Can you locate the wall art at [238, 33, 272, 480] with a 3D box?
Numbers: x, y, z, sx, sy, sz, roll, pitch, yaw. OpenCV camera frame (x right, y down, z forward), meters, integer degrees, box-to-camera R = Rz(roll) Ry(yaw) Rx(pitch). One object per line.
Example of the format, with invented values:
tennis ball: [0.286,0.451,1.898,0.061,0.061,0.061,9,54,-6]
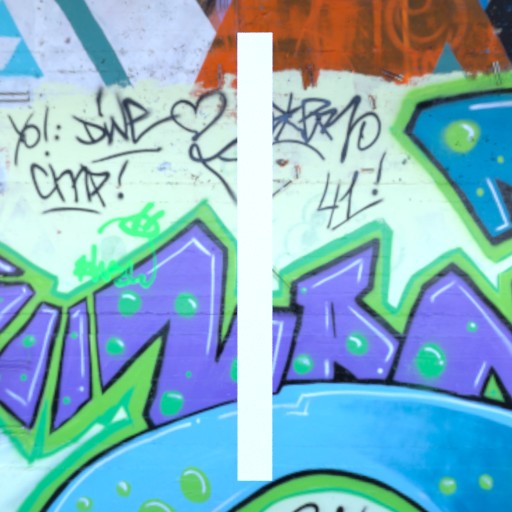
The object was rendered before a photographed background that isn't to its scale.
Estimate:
wall art: [0.000,0.000,0.528,0.027,0.355,0.355,0,0,0]
